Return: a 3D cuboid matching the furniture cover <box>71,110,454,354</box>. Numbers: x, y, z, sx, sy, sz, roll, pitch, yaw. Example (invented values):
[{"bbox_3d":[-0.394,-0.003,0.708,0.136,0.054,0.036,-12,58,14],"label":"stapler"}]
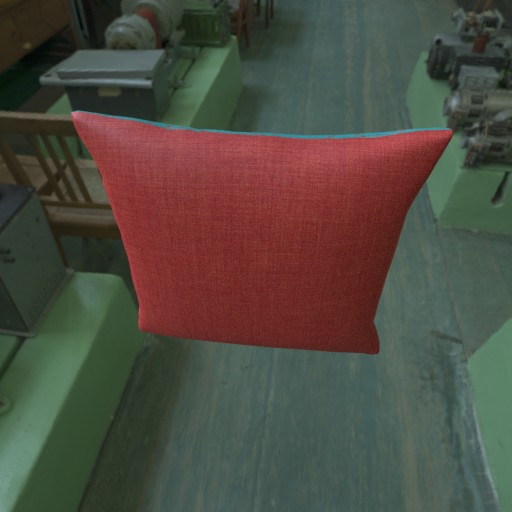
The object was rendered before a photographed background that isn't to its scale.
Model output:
[{"bbox_3d":[0.000,0.000,0.767,0.517,0.508,0.158,4,45,4],"label":"furniture cover"}]
